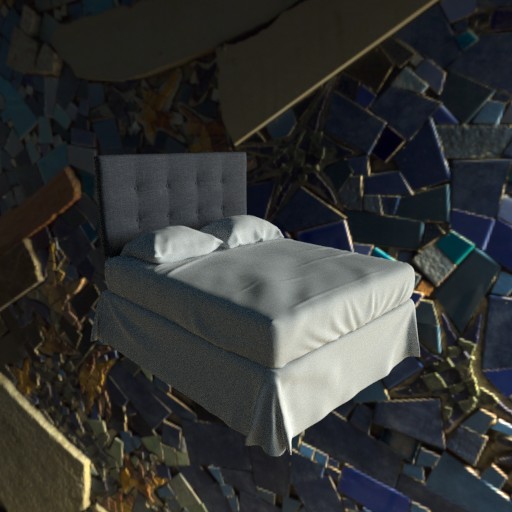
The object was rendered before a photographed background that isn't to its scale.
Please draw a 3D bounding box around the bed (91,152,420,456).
[{"bbox_3d":[0.000,0.000,3.577,2.222,1.577,1.936,14,20,43],"label":"bed"}]
